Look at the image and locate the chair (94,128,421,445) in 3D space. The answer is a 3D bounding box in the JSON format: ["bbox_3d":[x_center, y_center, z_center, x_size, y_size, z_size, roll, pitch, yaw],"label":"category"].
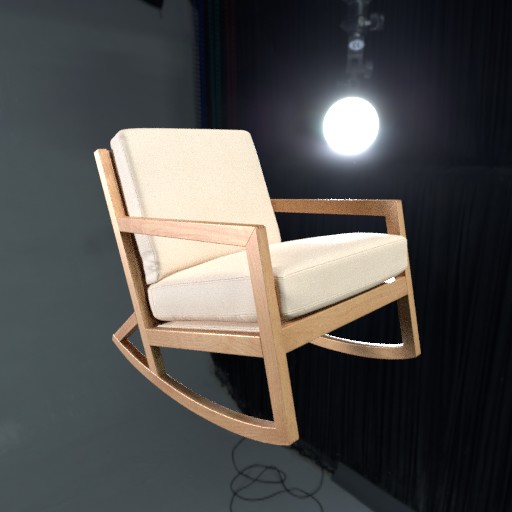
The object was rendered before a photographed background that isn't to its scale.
[{"bbox_3d":[0.000,0.000,1.416,0.622,0.790,0.857,-14,20,-42],"label":"chair"}]
